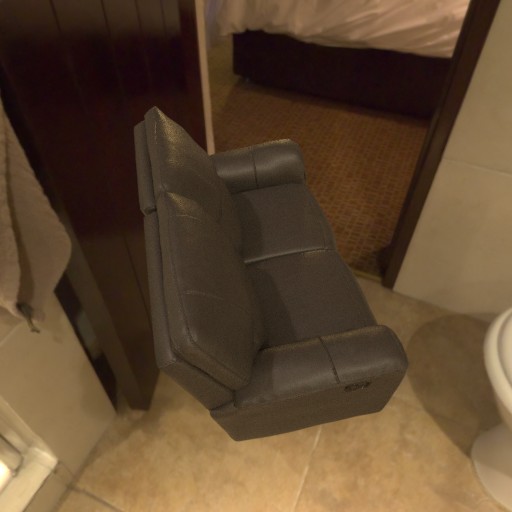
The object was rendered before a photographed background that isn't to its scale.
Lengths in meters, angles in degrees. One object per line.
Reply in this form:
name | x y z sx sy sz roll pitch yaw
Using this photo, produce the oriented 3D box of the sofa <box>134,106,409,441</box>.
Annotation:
sofa | 0.000 0.000 2.453 1.104 1.111 1.765 -10 48 -9
